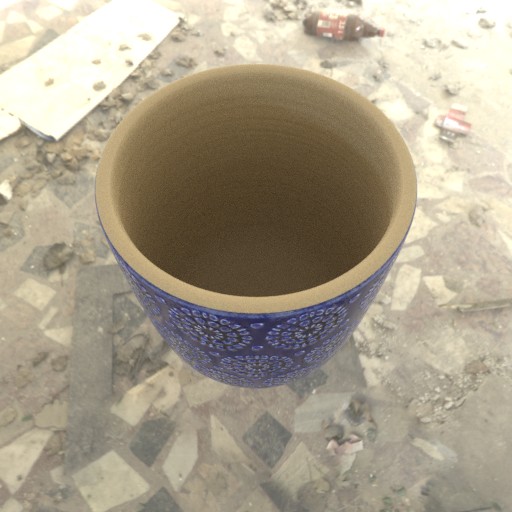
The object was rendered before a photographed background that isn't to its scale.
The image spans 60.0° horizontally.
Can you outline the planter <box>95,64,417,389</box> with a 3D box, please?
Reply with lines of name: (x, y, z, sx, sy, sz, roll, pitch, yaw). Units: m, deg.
planter: (0.000, 0.000, 0.340, 0.184, 0.206, 0.184, 0, 60, 0)
